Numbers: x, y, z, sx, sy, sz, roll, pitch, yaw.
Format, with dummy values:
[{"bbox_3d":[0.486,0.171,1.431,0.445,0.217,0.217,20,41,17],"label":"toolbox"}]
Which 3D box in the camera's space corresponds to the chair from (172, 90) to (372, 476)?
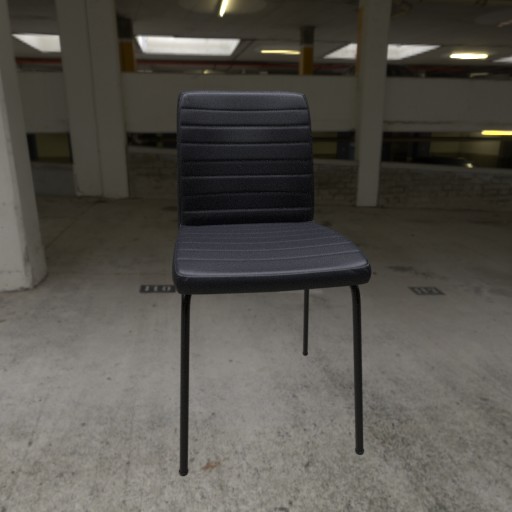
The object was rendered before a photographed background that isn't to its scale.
[{"bbox_3d":[0.000,0.000,1.196,0.450,0.872,0.572,-3,17,-9],"label":"chair"}]
